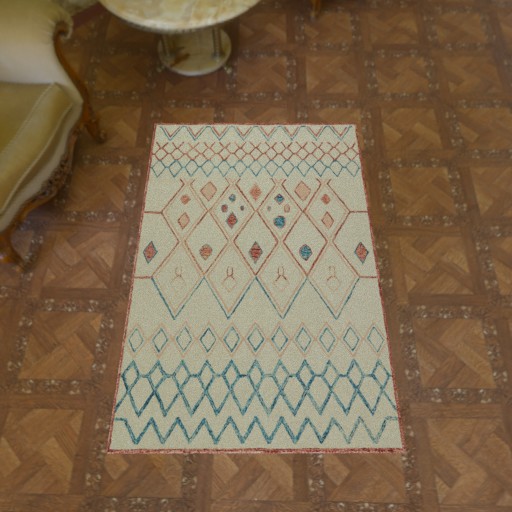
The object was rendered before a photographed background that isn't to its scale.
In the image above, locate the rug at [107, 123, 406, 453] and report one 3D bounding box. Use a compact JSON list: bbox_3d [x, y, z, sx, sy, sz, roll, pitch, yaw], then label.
[{"bbox_3d":[0.000,0.000,2.242,1.219,0.016,1.829,0,61,0],"label":"rug"}]
